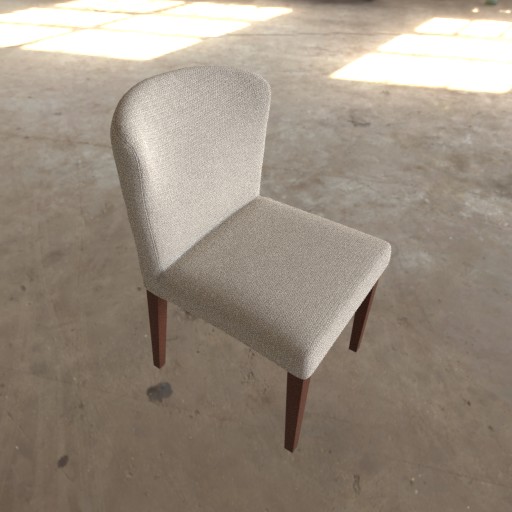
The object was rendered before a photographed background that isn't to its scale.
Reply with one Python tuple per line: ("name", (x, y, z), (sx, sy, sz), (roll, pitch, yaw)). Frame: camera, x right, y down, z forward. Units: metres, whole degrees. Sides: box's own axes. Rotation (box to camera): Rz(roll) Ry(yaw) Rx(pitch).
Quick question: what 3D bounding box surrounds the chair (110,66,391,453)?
("chair", (0.000, 0.000, 1.179), (0.589, 0.839, 0.491), (24, 45, 26))
